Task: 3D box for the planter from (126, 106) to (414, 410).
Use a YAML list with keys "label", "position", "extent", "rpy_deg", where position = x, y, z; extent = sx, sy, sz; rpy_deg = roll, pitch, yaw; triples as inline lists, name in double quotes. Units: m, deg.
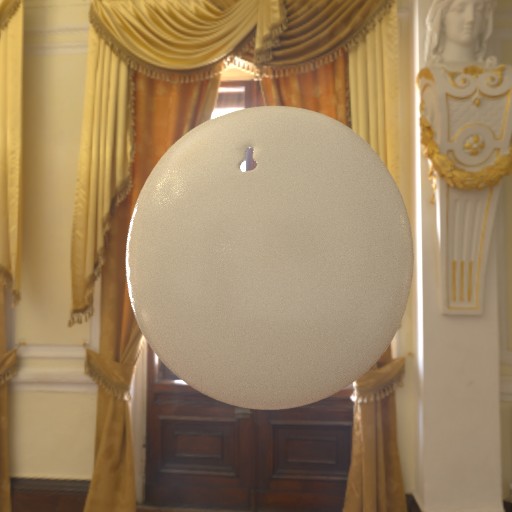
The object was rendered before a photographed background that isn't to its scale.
- label: "planter"
  position: [0.000, 0.000, 0.276]
  extent: [0.185, 0.188, 0.043]
  rpy_deg: [-1, -2, 18]
